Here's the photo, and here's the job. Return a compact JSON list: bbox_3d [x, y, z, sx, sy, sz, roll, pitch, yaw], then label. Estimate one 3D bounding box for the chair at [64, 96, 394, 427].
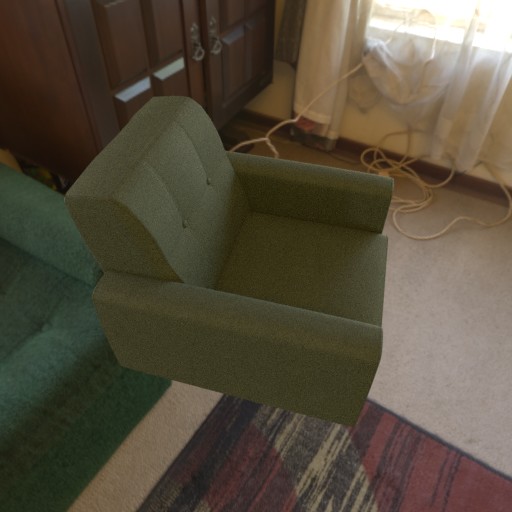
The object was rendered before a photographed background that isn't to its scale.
[{"bbox_3d":[0.000,0.000,1.556,0.909,0.841,0.831,11,47,10],"label":"chair"}]
